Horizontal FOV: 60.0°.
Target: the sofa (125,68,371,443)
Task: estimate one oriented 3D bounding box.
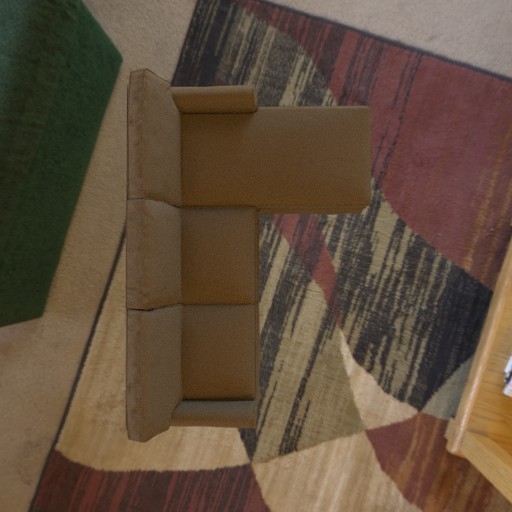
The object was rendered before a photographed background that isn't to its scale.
[{"bbox_3d":[0.000,0.000,3.256,1.733,0.978,2.475,0,89,2],"label":"sofa"}]
